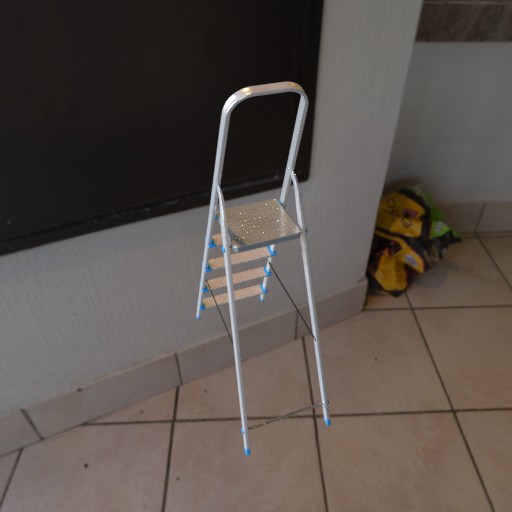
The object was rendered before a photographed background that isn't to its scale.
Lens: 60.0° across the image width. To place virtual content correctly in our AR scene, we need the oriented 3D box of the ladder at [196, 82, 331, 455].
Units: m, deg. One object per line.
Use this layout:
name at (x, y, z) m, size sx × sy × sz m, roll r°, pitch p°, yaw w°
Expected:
ladder at (0.000, 0.000, 2.061) m, size 0.468 × 1.648 × 0.990 m, roll -13°, pitch 42°, yaw -16°
